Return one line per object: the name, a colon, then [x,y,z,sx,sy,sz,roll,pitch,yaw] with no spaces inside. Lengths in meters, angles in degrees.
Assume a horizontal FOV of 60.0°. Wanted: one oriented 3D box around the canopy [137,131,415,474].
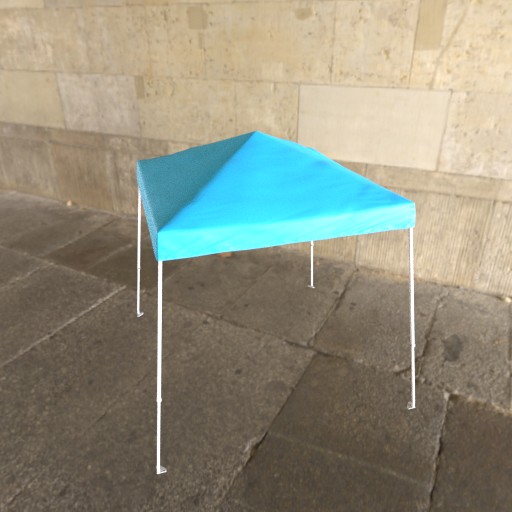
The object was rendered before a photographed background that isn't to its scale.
canopy: [0.000,0.000,5.164,2.849,2.849,2.848,-8,27,-15]
